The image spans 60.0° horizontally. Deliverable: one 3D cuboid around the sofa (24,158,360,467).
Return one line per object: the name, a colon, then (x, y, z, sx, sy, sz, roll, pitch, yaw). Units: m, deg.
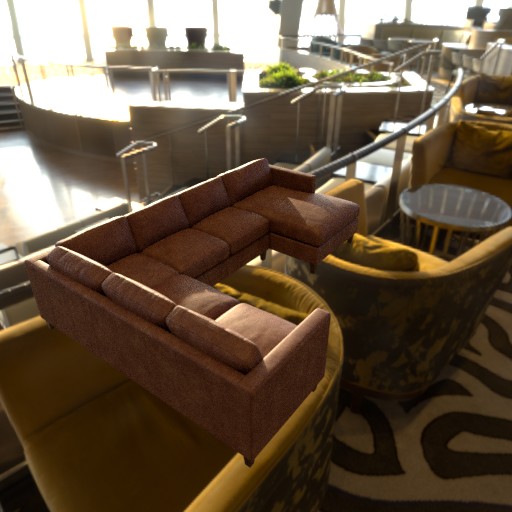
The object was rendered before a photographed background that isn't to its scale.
sofa: (0.000, 0.000, 4.412, 2.452, 0.888, 3.324, 21, 36, 31)
